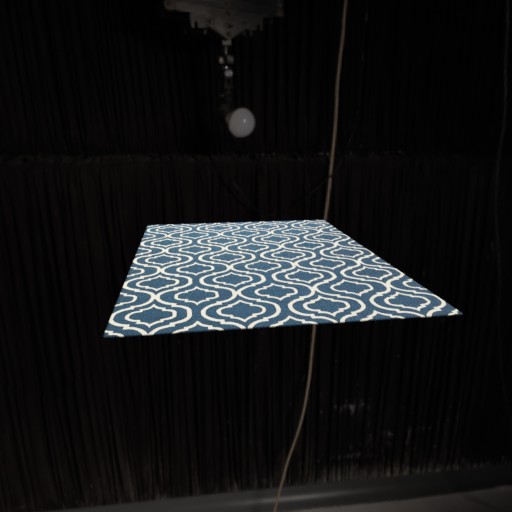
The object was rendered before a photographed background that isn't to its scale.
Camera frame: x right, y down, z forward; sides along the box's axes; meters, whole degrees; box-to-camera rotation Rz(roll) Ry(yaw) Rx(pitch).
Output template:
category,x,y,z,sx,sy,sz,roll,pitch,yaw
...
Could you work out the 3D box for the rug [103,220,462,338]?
category,x,y,z,sx,sy,sz,roll,pitch,yaw
rug,0.000,0.000,4.524,2.438,0.010,3.353,-2,16,-8
